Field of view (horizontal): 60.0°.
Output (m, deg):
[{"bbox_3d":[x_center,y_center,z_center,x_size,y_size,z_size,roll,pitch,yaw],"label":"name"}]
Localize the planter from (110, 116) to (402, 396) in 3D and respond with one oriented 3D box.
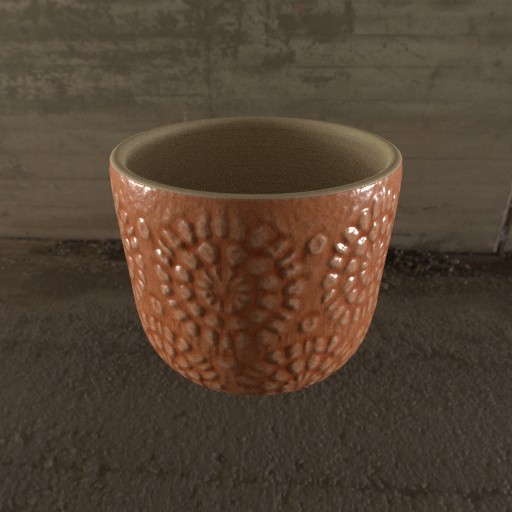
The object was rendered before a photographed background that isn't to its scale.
[{"bbox_3d":[0.000,0.000,0.218,0.124,0.109,0.124,0,29,0],"label":"planter"}]
